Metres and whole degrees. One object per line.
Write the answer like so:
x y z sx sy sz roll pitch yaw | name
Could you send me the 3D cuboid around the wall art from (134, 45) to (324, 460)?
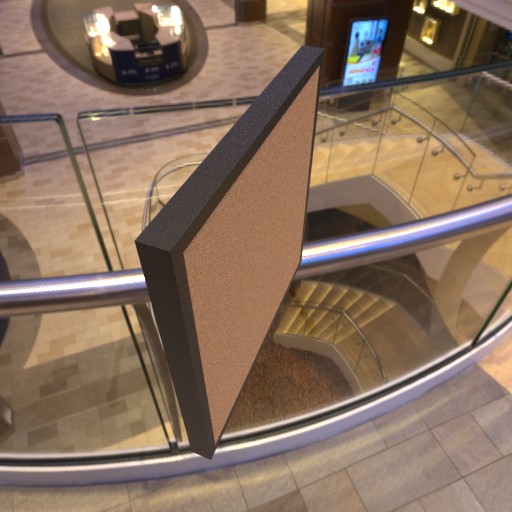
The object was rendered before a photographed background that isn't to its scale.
0.000 0.000 0.750 0.038 0.508 0.508 16 48 15 | wall art
